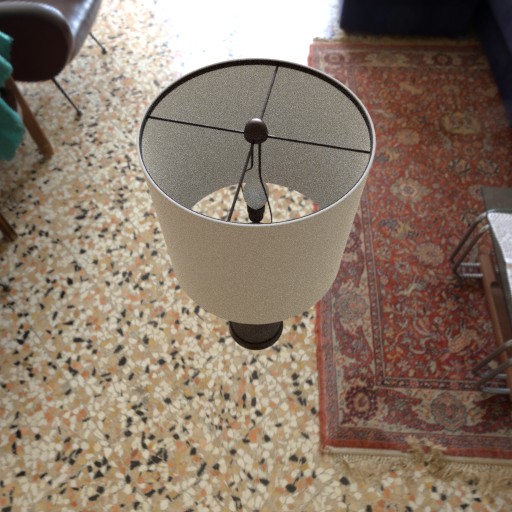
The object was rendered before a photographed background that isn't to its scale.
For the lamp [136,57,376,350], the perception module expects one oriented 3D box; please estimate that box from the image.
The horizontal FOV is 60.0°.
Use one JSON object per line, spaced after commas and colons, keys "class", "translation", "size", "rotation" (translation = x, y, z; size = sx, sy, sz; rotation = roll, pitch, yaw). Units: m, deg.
{"class": "lamp", "translation": [0.000, 0.000, 0.817], "size": [0.301, 0.630, 0.301], "rotation": [-28, 62, -16]}
